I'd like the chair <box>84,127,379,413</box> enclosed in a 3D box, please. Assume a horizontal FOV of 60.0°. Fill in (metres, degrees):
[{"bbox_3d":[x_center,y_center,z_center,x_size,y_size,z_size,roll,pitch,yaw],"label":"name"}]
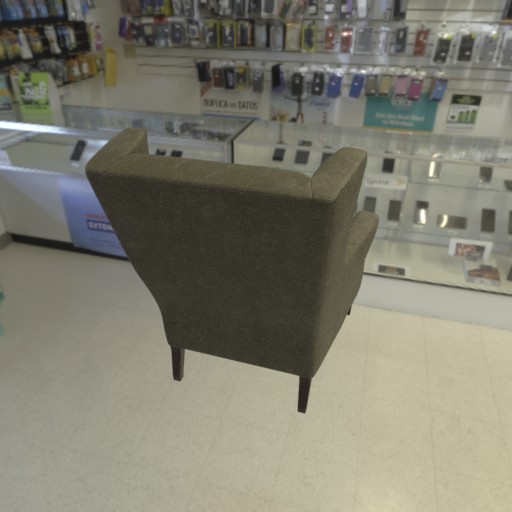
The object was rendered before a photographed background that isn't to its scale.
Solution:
[{"bbox_3d":[0.000,0.000,1.699,0.853,1.016,0.926,10,33,15],"label":"chair"}]
